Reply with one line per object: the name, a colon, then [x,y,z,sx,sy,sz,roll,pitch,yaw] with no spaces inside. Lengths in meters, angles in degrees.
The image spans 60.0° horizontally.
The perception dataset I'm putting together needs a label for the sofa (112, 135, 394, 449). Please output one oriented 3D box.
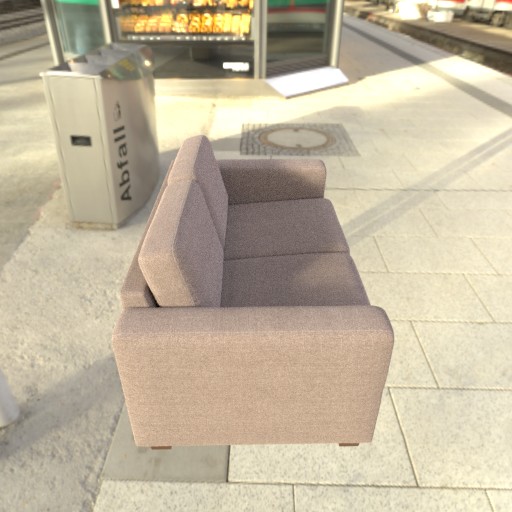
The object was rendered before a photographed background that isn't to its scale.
sofa: [0.000,0.000,2.043,0.900,0.800,1.520,-1,32,-1]
